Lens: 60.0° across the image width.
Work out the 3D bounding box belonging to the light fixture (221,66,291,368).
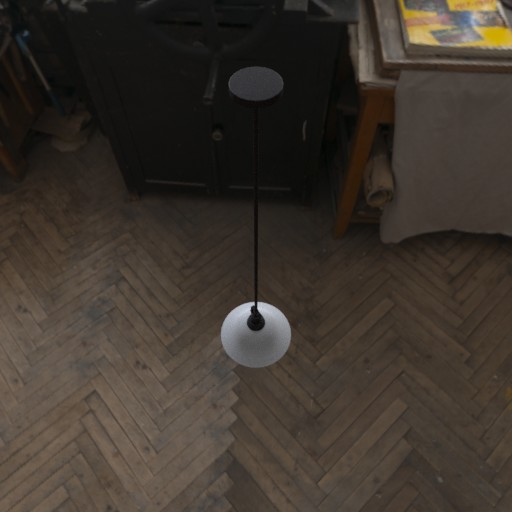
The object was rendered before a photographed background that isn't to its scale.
[{"bbox_3d":[0.000,0.000,1.484,0.324,1.337,0.324,-32,63,-18],"label":"light fixture"}]
